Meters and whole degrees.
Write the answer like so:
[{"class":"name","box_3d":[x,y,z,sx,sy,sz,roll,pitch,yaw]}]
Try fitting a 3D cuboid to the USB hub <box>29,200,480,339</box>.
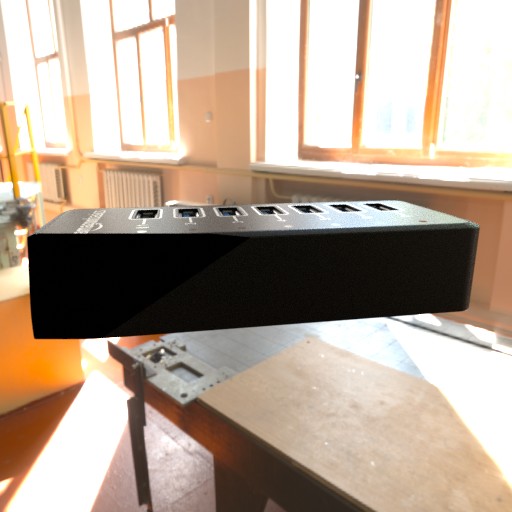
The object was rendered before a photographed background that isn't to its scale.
[{"class":"USB hub","box_3d":[0.000,0.000,0.125,0.110,0.023,0.044,-3,16,-10]}]
